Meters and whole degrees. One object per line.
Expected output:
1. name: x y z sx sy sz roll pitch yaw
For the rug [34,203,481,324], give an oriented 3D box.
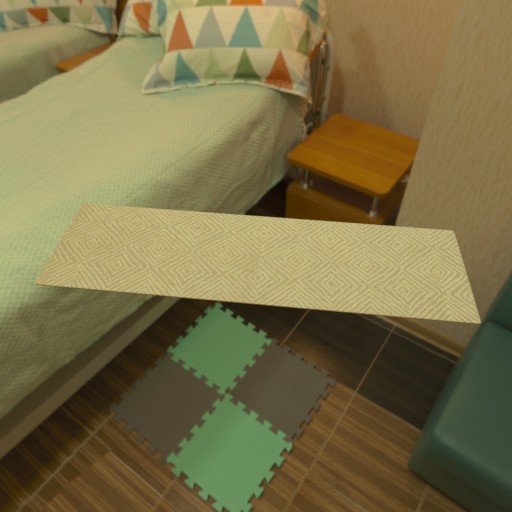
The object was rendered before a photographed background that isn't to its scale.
1. rug: 0.000 0.000 2.476 2.277 0.008 0.676 5 46 5
